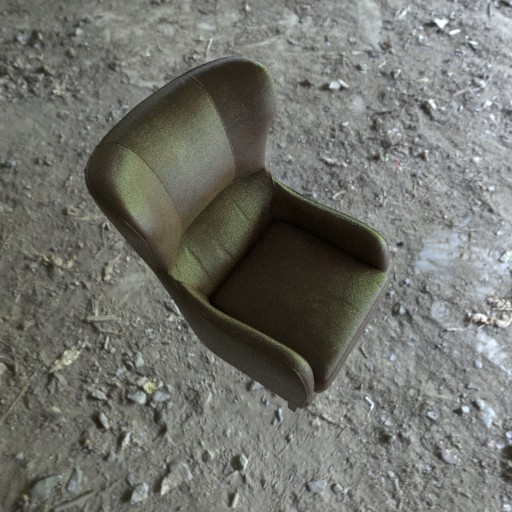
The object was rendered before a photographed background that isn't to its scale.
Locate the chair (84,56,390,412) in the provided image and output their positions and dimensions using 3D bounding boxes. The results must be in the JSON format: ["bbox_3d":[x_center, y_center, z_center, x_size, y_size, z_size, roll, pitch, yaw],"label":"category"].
[{"bbox_3d":[0.000,0.000,1.619,0.914,1.048,0.692,30,63,17],"label":"chair"}]
